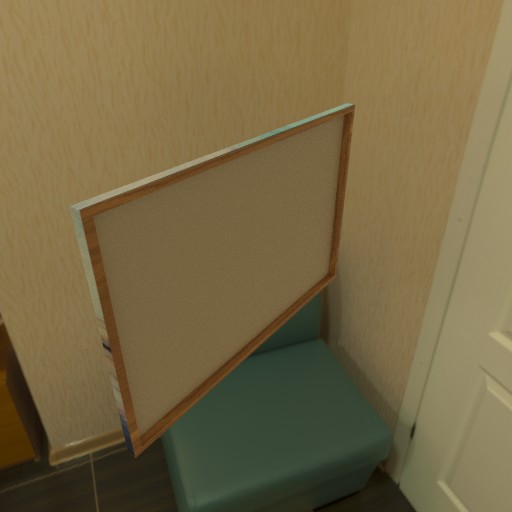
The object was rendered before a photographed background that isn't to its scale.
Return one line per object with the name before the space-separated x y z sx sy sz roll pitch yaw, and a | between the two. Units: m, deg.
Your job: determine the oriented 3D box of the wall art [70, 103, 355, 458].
wall art | 0.000 0.000 0.759 0.018 0.402 0.604 22 37 32
